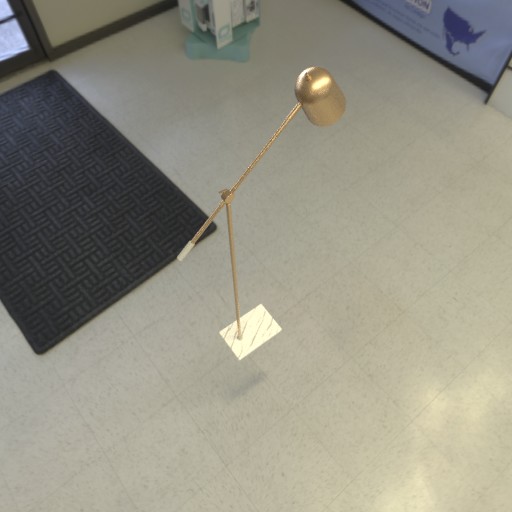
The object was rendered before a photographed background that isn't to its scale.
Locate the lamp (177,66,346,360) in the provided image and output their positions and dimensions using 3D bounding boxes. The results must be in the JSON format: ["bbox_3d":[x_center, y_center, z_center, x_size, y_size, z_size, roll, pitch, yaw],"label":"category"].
[{"bbox_3d":[0.000,0.000,1.839,0.653,1.594,0.194,-32,64,-18],"label":"lamp"}]
